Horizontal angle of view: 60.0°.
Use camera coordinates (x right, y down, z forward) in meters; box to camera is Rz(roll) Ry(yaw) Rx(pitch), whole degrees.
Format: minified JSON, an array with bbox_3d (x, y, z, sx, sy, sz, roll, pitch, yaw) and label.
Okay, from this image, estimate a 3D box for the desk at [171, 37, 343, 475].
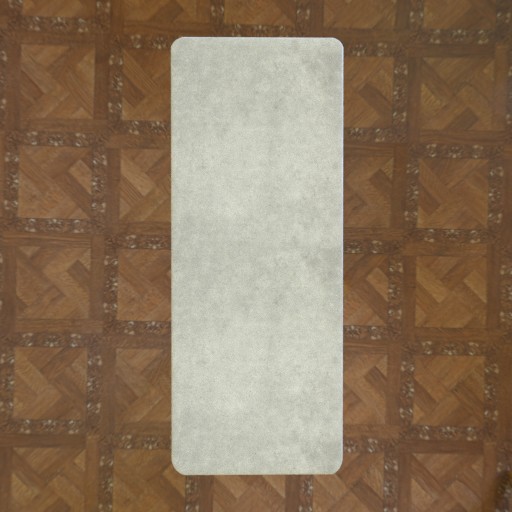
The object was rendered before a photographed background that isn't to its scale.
[{"bbox_3d":[0.000,0.000,1.792,0.550,0.755,1.400,0,91,-1],"label":"desk"}]
